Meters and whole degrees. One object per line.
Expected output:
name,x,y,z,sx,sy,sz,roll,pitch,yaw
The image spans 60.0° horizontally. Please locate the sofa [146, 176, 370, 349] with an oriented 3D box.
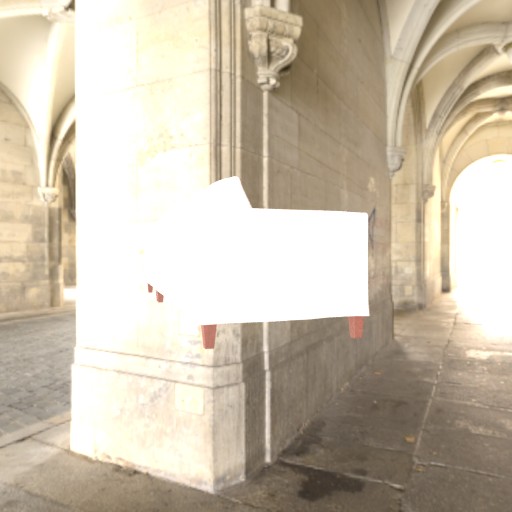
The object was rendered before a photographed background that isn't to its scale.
sofa,0.000,0.000,3.851,1.625,0.861,3.186,0,1,-19
